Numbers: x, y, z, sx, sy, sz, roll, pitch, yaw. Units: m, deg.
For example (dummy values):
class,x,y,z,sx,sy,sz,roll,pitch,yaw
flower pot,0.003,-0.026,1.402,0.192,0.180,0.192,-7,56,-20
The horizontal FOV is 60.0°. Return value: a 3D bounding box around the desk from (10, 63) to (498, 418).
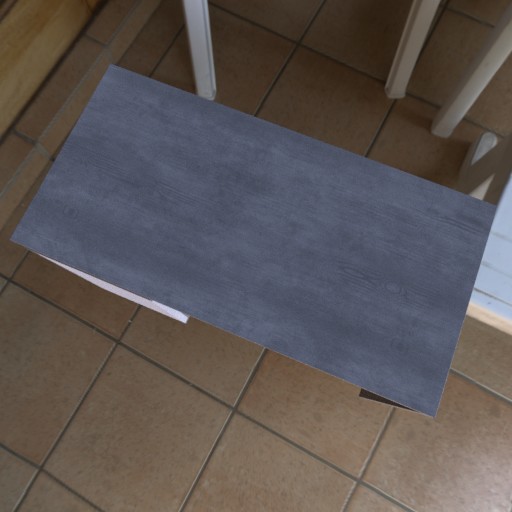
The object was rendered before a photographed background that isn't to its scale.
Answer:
class,x,y,z,sx,sy,sz,roll,pitch,yaw
desk,0.000,0.000,1.573,1.200,0.740,0.600,22,77,5
